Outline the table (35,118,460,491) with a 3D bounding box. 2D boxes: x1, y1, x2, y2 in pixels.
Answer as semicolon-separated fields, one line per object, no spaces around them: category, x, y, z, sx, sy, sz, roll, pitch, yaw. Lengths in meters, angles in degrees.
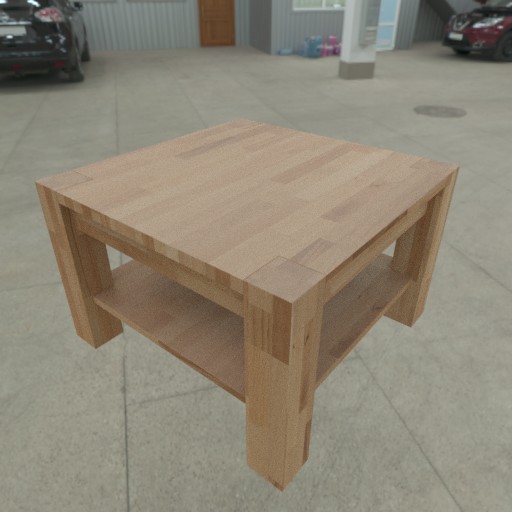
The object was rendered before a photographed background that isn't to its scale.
table;0.000;0.000;1.144;0.700;0.451;0.700;23;38;33
